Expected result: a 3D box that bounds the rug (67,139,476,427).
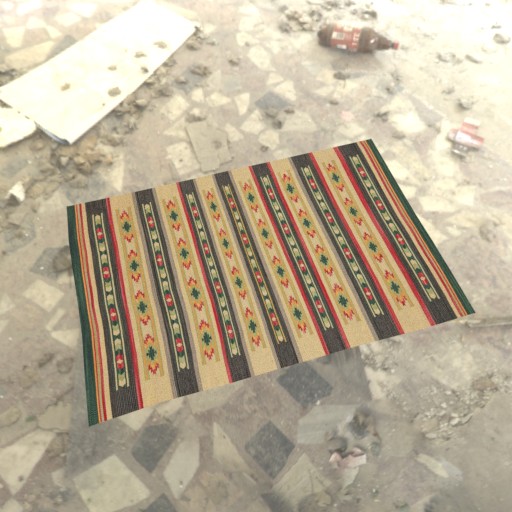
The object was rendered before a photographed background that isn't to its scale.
[{"bbox_3d":[0.000,0.000,2.875,2.311,0.010,1.522,-14,60,-8],"label":"rug"}]
